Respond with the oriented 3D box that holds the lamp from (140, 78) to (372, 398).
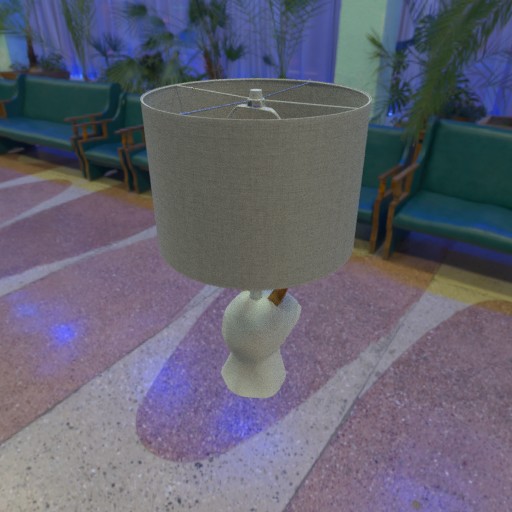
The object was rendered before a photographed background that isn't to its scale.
[{"bbox_3d":[0.000,0.000,0.708,0.298,0.503,0.298,20,35,31],"label":"lamp"}]
